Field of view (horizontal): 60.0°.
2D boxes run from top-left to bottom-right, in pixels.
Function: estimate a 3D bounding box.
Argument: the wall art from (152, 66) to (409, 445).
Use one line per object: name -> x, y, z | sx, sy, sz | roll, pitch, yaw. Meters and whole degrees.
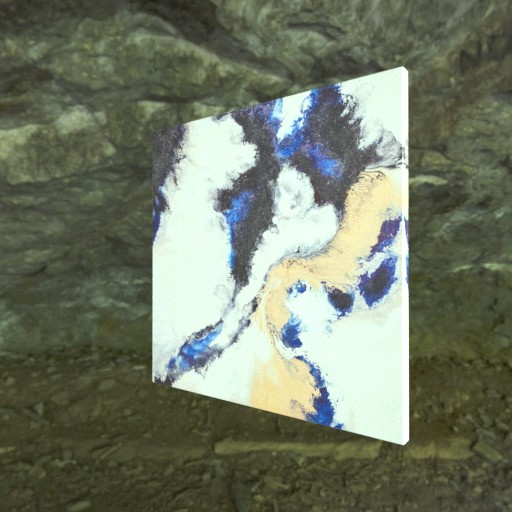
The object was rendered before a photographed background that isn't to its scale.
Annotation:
wall art -> 0.000, 0.000, 1.312 | 0.887, 0.885, 0.038 | 0, 0, 37
